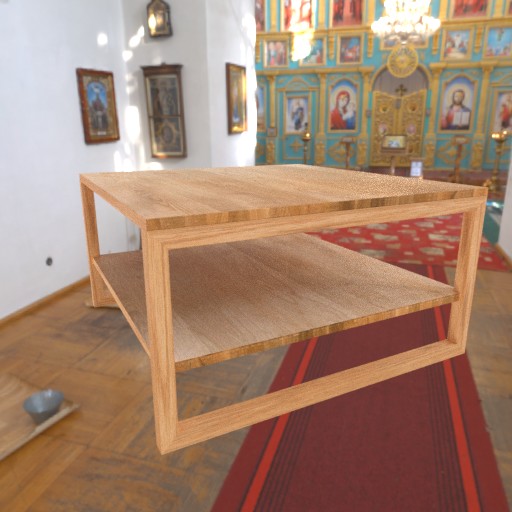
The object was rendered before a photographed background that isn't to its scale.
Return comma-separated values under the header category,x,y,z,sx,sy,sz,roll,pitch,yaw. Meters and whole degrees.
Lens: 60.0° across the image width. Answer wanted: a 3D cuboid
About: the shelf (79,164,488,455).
category,x,y,z,sx,sy,sz,roll,pitch,yaw
shelf,0.000,0.000,1.403,0.899,0.480,0.899,-8,18,-27
